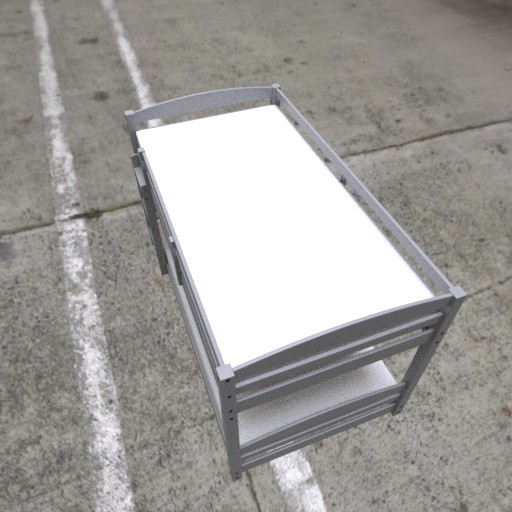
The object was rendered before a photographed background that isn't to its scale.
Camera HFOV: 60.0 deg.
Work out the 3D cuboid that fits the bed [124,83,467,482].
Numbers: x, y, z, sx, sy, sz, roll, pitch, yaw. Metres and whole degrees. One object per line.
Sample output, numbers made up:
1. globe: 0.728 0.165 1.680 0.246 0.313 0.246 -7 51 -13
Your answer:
1. bed: 0.000 0.000 2.745 1.105 1.206 2.013 -16 49 -14
